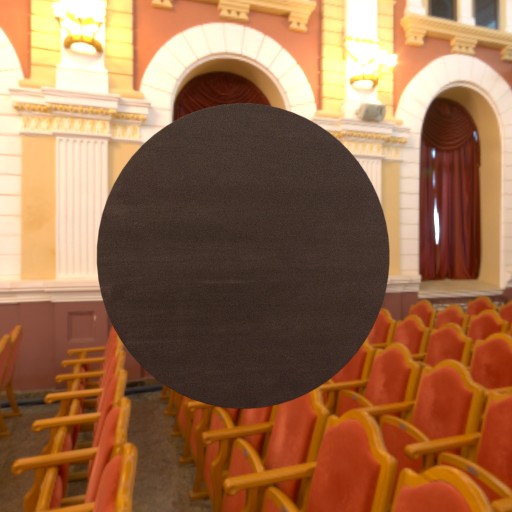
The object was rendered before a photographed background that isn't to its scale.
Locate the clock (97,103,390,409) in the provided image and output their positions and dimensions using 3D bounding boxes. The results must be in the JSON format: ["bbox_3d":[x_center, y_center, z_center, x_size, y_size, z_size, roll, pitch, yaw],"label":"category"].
[{"bbox_3d":[0.000,0.000,0.881,0.595,0.595,0.029,0,0,-17],"label":"clock"}]
